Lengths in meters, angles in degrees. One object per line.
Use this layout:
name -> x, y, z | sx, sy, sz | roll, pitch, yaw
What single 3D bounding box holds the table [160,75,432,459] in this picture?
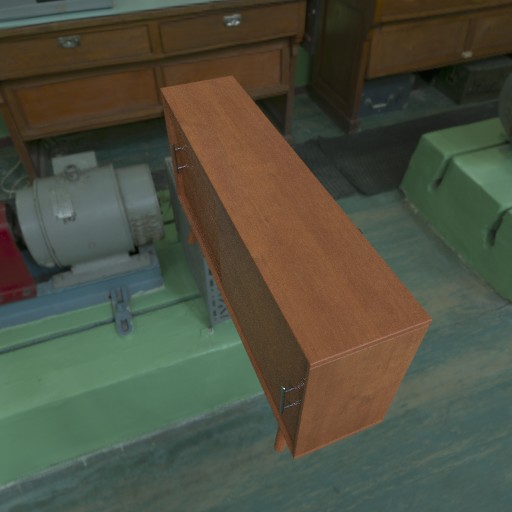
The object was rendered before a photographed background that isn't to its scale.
table -> 0.000, 0.000, 1.518 | 0.308, 0.698, 1.220 | -16, 49, -15
